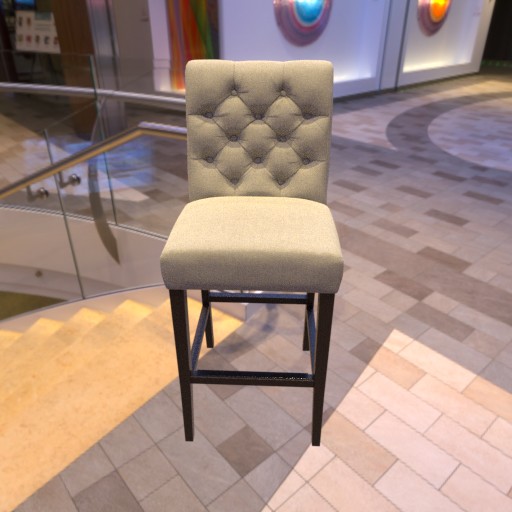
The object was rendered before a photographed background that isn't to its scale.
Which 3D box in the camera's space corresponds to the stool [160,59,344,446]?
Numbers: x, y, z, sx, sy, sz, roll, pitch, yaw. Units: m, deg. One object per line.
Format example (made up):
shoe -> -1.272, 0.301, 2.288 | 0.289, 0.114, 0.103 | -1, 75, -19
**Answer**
stool -> 0.000, 0.000, 1.462 | 0.493, 1.140, 0.601 | 1, 30, 2
